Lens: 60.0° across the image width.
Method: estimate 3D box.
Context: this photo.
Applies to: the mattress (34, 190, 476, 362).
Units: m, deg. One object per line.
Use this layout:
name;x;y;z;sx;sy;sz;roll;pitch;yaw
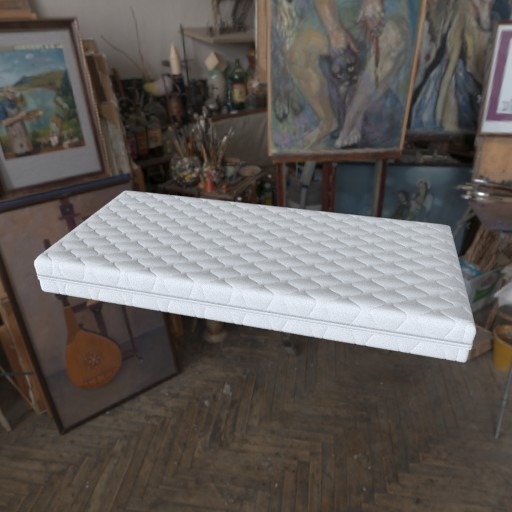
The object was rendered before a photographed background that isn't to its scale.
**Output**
mattress;0.000;0.000;2.331;2.000;0.200;0.900;8;32;12
